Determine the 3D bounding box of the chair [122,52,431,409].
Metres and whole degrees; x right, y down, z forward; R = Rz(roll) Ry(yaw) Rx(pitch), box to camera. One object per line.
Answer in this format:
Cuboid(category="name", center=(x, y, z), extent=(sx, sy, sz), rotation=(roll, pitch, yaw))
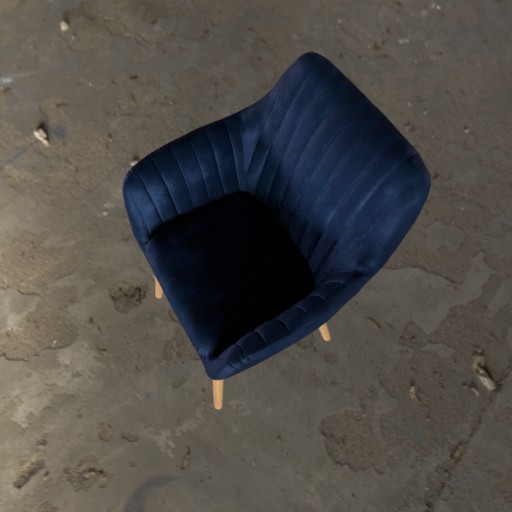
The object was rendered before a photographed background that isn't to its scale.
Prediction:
Cuboid(category="chair", center=(0.000, 0.000, 1.203), extent=(0.573, 0.826, 0.578), rotation=(-28, 67, -13))
